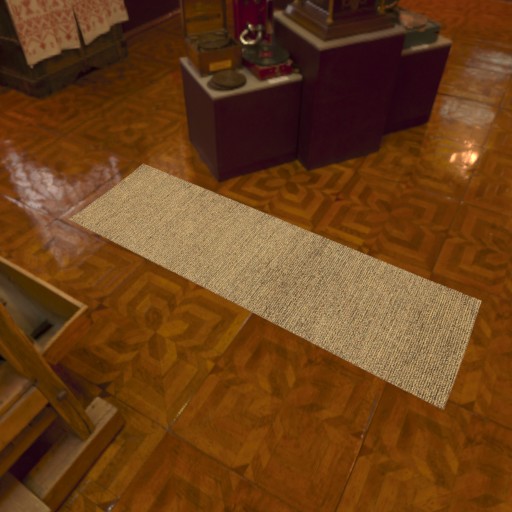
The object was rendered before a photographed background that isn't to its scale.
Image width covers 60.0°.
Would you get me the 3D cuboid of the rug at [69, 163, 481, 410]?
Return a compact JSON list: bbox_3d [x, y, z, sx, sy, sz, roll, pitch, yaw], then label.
[{"bbox_3d":[0.000,0.000,2.521,2.335,0.013,0.697,24,51,22],"label":"rug"}]
